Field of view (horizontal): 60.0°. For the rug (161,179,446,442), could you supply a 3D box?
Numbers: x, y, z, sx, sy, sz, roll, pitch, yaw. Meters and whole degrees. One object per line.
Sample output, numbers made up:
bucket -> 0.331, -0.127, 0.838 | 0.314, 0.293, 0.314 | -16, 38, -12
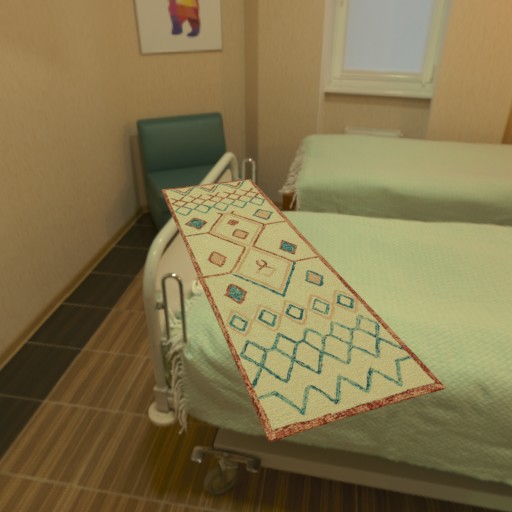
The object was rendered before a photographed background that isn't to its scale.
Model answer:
rug -> 0.000, 0.000, 2.637 | 0.750, 0.011, 2.435 | -10, 32, -16
